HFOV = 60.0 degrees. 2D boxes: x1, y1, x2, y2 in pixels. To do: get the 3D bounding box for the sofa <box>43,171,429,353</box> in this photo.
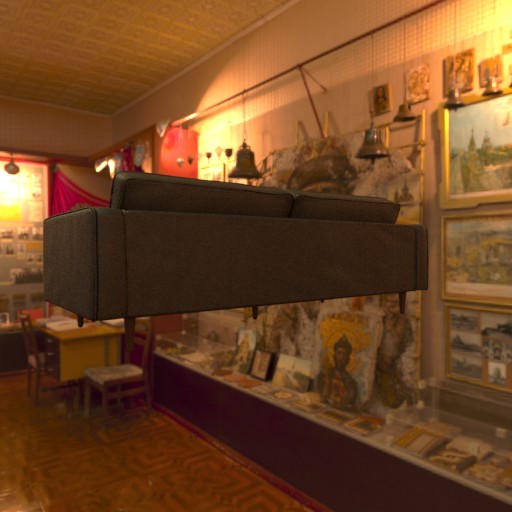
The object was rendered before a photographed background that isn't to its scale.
[{"bbox_3d":[0.000,0.000,2.641,2.210,0.762,0.914,-1,1,-36],"label":"sofa"}]
